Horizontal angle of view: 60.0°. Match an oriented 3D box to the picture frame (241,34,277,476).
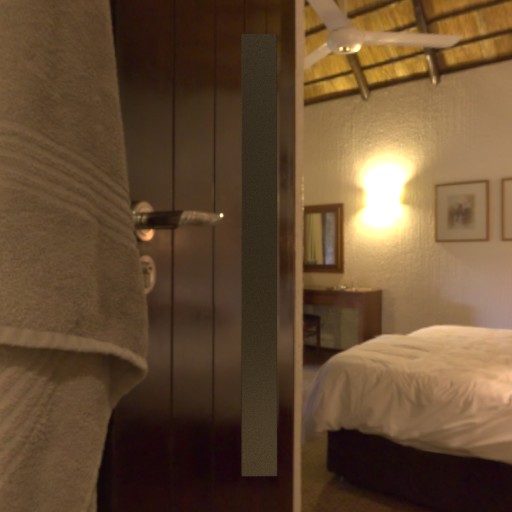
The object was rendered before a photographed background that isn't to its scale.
[{"bbox_3d":[0.000,0.000,0.531,0.029,0.353,0.355,0,-1,-1],"label":"picture frame"}]
